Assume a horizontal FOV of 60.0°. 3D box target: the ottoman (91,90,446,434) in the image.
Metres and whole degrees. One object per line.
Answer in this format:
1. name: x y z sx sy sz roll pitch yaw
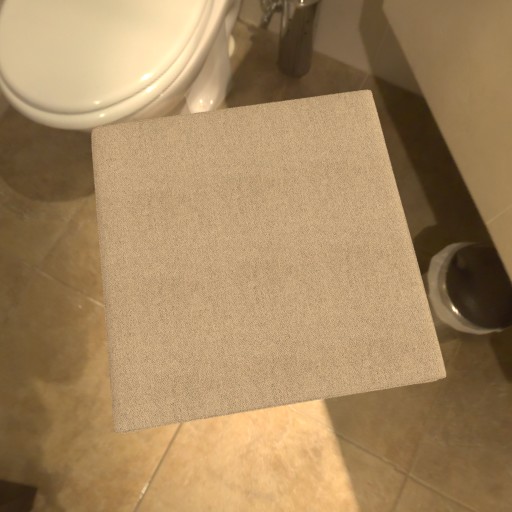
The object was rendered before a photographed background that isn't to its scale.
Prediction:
1. ottoman: 0.000 0.000 1.522 0.973 0.381 0.982 -9 75 -2
